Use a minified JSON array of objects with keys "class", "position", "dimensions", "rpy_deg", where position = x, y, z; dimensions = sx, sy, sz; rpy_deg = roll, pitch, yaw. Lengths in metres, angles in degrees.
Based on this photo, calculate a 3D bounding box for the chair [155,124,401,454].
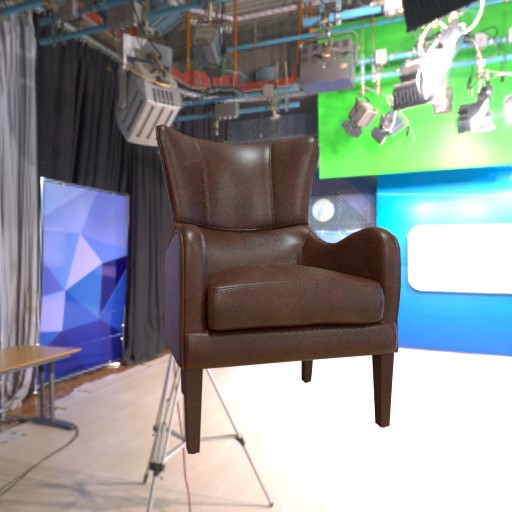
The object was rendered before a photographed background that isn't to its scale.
[{"class":"chair","position":[0.000,0.000,1.643],"dimensions":[0.692,1.048,0.914],"rpy_deg":[0,1,-17]}]
